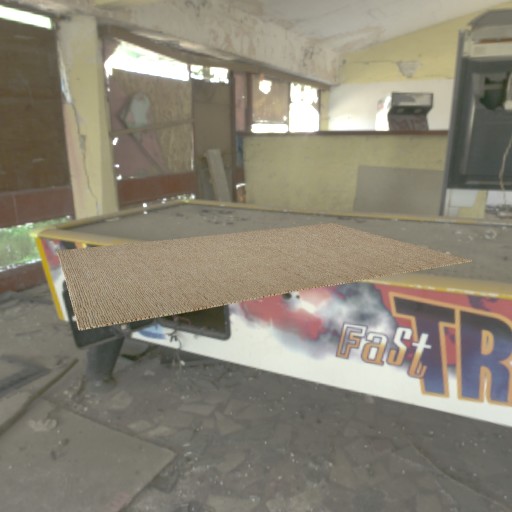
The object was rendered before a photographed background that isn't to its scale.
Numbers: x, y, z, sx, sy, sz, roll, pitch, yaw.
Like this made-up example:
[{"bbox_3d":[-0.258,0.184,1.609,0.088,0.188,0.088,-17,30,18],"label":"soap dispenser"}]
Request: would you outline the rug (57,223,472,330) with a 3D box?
[{"bbox_3d":[0.000,0.000,3.056,2.439,0.011,1.533,-7,16,-26],"label":"rug"}]
